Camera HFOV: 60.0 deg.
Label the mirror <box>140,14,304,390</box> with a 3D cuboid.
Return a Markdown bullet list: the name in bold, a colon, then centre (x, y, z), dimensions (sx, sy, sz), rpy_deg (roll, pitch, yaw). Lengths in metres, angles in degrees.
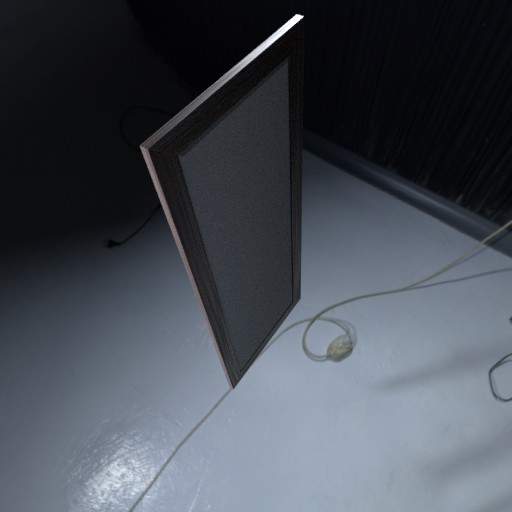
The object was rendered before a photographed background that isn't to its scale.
- **mirror**: centre (0.000, 0.000, 2.239), dimensions (0.221, 2.020, 0.812), rpy_deg (31, 63, 18)
